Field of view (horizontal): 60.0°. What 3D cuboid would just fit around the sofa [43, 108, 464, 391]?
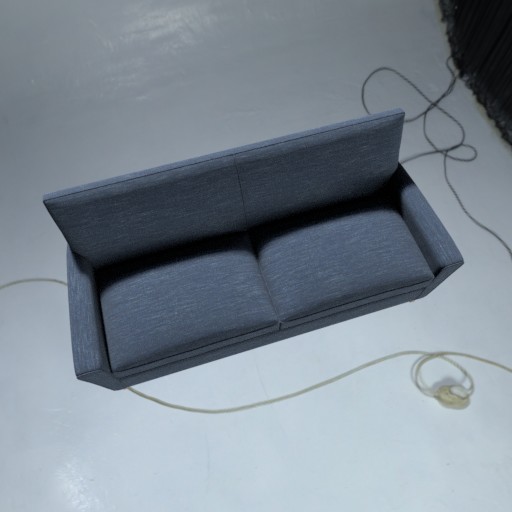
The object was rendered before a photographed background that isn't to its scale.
[{"bbox_3d":[0.000,0.000,2.458,1.976,0.846,0.875,-15,65,-7],"label":"sofa"}]
